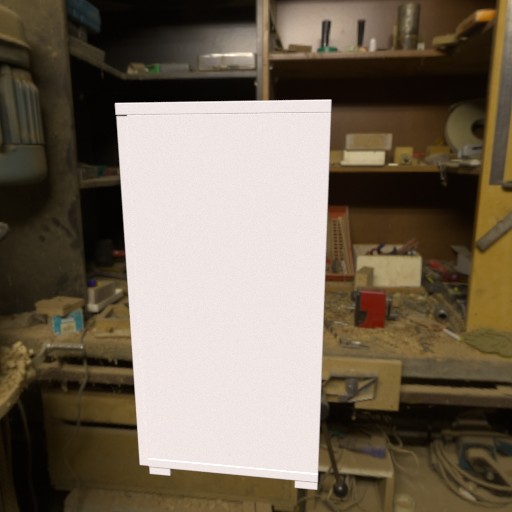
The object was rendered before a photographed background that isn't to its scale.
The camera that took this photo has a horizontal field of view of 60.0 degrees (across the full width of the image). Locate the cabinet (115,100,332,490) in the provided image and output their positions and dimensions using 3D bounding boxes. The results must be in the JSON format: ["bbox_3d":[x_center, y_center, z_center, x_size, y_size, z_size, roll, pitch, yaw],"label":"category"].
[{"bbox_3d":[0.000,0.000,1.375,0.400,0.800,1.000,2,13,7],"label":"cabinet"}]
